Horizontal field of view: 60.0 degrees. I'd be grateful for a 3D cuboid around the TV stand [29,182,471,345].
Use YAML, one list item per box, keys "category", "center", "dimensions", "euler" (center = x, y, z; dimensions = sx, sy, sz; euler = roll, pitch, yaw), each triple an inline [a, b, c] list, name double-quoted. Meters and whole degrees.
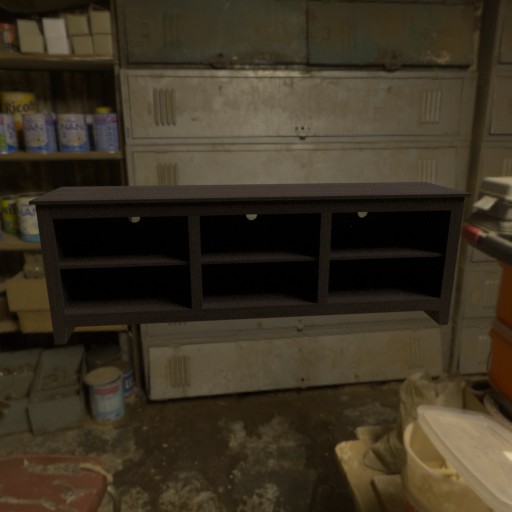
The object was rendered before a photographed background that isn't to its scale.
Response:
- category: "TV stand"
  center: [0.000, 0.000, 2.052]
  dimensions: [1.778, 0.610, 0.406]
  euler: [-2, 17, -6]
